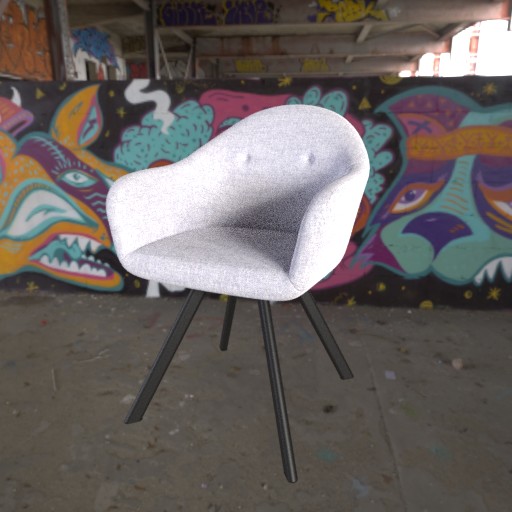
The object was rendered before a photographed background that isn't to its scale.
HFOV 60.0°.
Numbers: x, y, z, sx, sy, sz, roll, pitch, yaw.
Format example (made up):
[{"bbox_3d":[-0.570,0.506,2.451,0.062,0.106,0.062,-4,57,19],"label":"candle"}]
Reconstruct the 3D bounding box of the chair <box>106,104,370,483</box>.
[{"bbox_3d":[0.000,0.000,1.155,0.540,0.780,0.570,7,16,25],"label":"chair"}]
